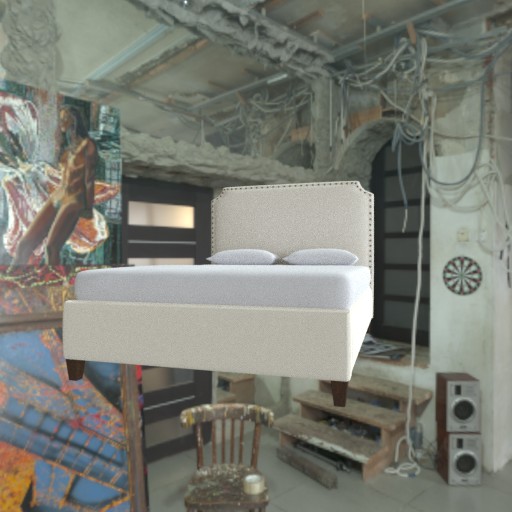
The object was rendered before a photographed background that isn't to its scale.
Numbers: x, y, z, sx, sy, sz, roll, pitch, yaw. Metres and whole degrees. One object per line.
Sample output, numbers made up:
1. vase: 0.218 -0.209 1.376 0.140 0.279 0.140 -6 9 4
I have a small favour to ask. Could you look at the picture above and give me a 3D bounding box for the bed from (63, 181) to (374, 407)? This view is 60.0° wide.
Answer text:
1. bed: 0.000 0.000 3.509 1.712 1.497 2.372 0 0 17
